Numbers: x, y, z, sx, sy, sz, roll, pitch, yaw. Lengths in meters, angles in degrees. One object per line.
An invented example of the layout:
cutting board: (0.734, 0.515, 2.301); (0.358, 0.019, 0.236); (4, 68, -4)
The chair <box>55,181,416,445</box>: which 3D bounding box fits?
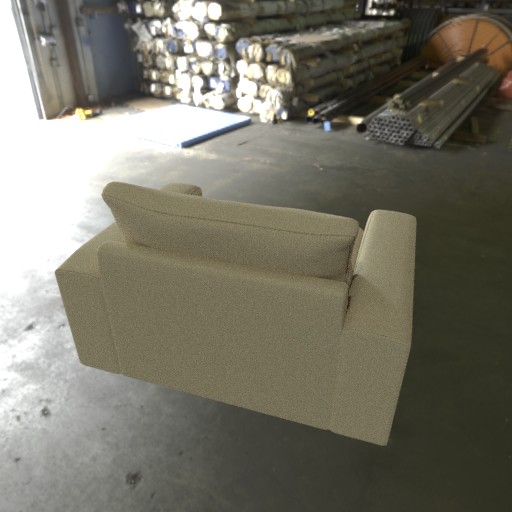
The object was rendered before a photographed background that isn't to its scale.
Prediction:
chair: (0.000, 0.000, 2.083); (1.398, 0.915, 1.039); (10, 33, 15)
